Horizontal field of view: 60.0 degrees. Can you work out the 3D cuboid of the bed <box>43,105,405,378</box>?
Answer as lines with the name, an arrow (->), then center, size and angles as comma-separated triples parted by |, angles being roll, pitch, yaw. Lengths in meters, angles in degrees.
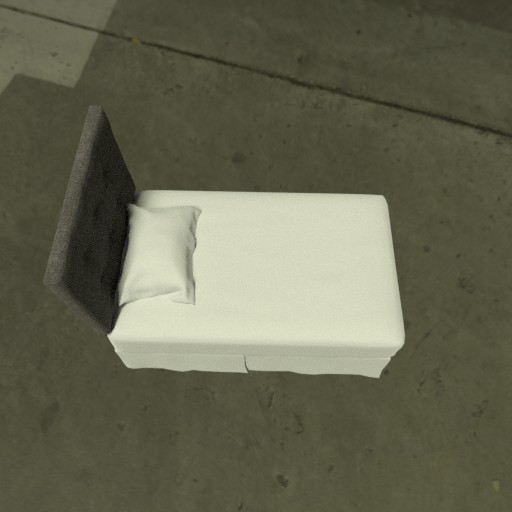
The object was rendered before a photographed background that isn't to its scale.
bed -> 0.000, 0.000, 2.997 | 1.997, 1.571, 1.261 | 1, 63, 1
